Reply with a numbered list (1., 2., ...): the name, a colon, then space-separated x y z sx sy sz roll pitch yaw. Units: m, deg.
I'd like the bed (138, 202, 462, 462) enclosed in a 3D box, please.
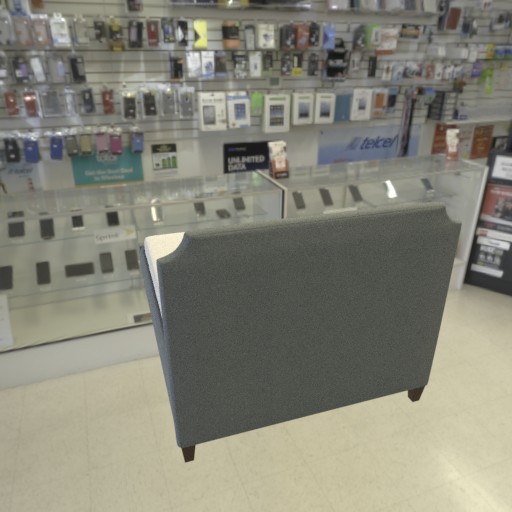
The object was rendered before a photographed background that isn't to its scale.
1. bed: 0.000 0.000 3.499 1.712 1.443 2.372 -8 26 -17
